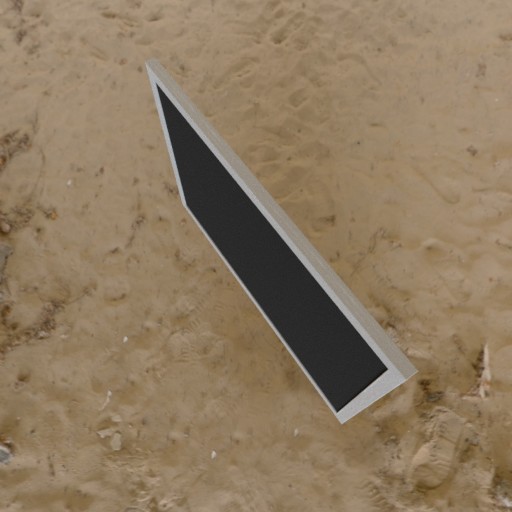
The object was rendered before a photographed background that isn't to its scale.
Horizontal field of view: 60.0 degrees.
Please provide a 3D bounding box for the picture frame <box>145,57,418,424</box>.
[{"bbox_3d":[0.000,0.000,1.222,0.029,0.640,0.950,-31,67,-15],"label":"picture frame"}]
